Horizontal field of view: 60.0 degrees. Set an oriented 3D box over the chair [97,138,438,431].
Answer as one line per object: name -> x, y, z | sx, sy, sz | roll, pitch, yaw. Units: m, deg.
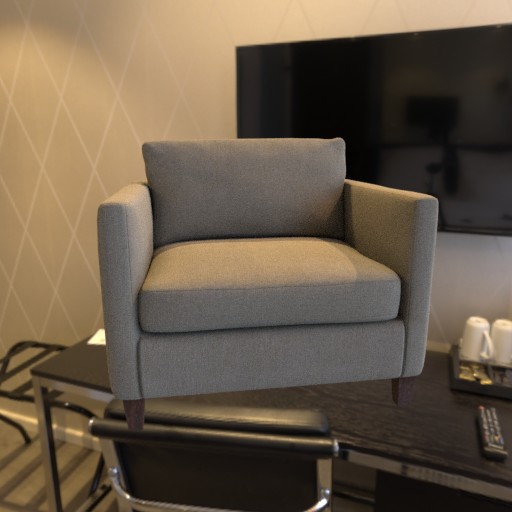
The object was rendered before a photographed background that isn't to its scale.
chair -> 0.000, 0.000, 1.842 | 1.107, 0.963, 0.959 | -2, 14, -9
